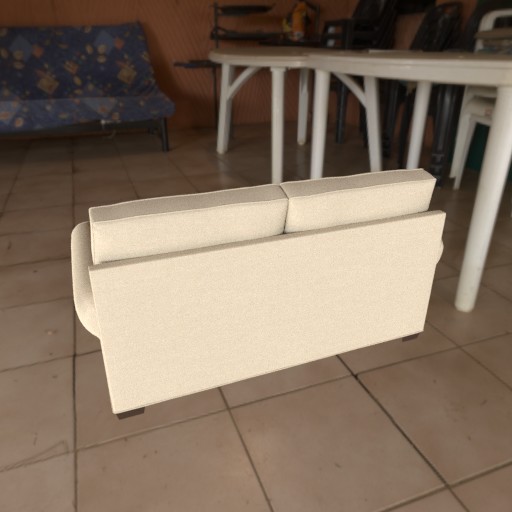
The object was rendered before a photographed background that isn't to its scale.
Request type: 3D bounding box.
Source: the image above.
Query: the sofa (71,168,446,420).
[{"bbox_3d":[0.000,0.000,2.318,1.774,0.933,0.861,-10,27,-19],"label":"sofa"}]
